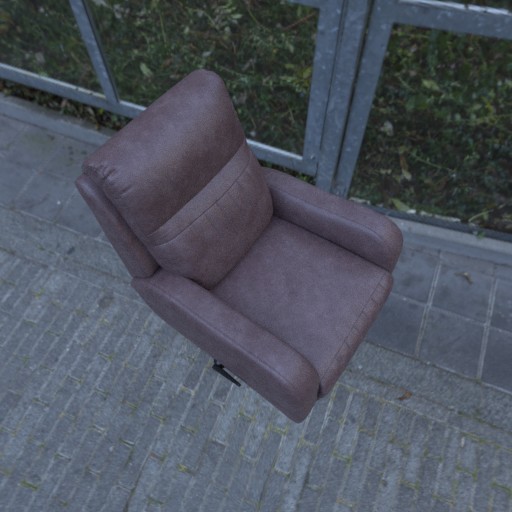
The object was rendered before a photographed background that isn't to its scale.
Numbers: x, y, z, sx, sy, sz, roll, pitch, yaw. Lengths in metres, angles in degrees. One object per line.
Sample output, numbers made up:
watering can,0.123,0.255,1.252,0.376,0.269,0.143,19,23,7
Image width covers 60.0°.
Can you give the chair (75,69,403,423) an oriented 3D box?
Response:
chair,0.000,0.000,1.830,1.067,1.067,0.865,31,64,17
